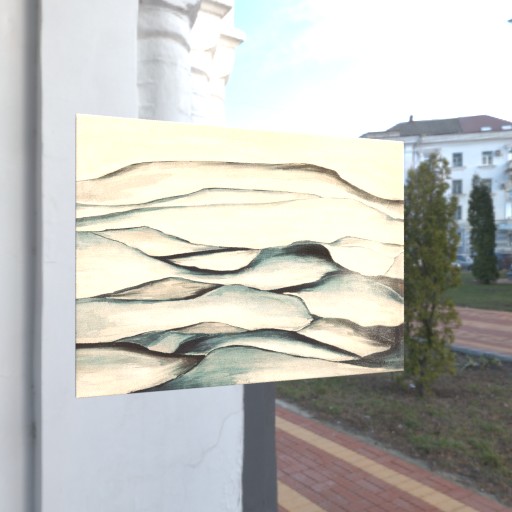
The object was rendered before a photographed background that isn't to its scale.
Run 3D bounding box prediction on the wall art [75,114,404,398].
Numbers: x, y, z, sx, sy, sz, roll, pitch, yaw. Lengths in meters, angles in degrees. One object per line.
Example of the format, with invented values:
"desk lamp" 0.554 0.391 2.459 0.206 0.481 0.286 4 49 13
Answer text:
"wall art" 0.000 0.000 1.612 1.219 0.915 0.039 0 0 -16
